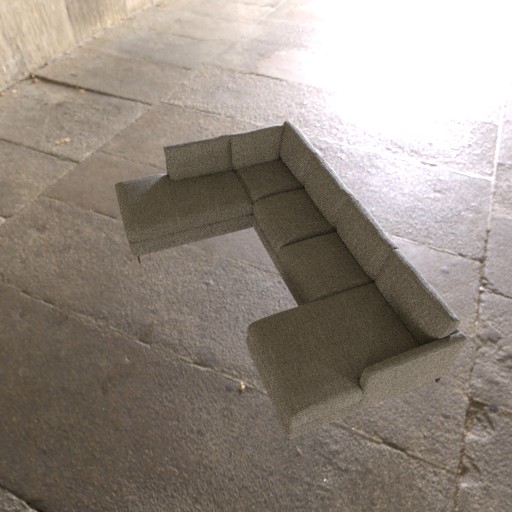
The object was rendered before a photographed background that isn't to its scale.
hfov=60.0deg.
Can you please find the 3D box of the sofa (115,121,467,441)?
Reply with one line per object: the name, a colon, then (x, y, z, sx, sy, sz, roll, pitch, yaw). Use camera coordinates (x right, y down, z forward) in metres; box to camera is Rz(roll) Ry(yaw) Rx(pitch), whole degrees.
sofa: (0.000, 0.000, 3.577, 1.879, 0.756, 2.737, -16, 48, -14)
